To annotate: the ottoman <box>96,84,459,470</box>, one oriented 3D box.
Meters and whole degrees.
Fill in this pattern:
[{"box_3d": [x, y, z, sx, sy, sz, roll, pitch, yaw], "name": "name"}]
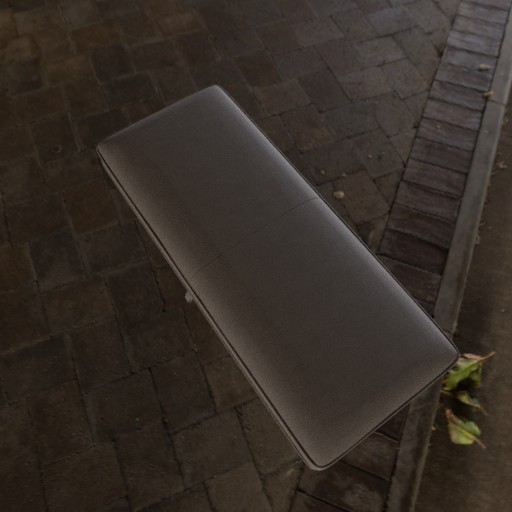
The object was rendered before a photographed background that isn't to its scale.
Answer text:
[{"box_3d": [0.000, 0.000, 2.062, 0.751, 0.470, 1.764, -32, 69, -14], "name": "ottoman"}]
